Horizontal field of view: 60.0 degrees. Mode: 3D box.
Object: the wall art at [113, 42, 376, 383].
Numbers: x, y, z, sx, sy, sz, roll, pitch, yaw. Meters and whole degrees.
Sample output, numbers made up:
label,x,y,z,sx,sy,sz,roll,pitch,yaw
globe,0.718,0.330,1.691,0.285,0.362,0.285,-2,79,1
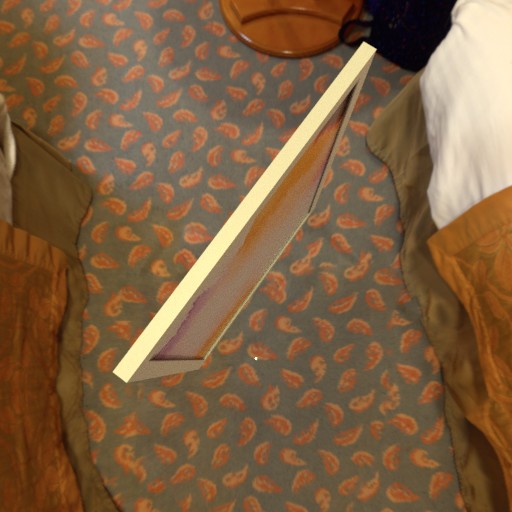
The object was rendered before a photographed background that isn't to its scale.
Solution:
label,x,y,z,sx,sy,sz,roll,pitch,yaw
wall art,0.000,0.000,1.080,0.026,0.811,0.661,35,79,8
